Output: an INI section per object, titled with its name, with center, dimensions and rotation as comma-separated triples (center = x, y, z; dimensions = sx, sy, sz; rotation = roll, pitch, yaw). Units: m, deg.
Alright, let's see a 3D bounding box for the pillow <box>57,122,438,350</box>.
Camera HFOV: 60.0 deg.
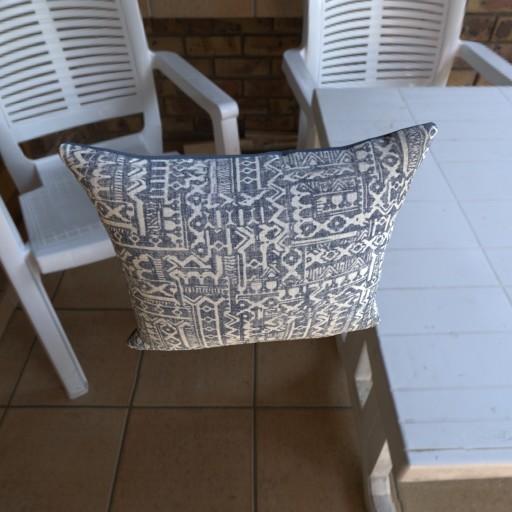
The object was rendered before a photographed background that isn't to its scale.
[pillow]
center = 0.000, 0.000, 0.789
dimensions = 0.546, 0.487, 0.180
rotation = -4, 45, -4
